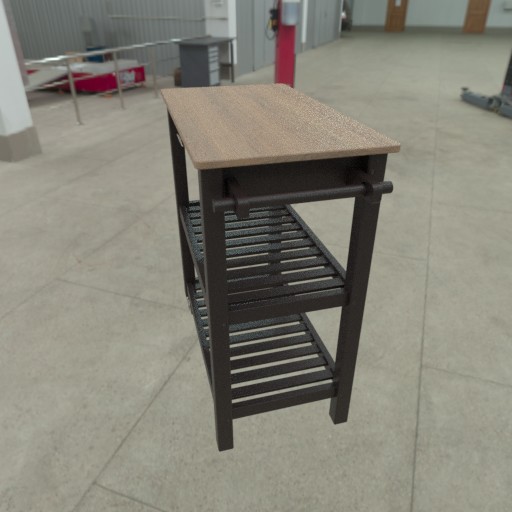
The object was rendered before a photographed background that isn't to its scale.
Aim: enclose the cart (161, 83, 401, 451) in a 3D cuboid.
[{"bbox_3d":[0.000,0.000,1.472,0.457,0.927,0.899,-8,31,-13],"label":"cart"}]
